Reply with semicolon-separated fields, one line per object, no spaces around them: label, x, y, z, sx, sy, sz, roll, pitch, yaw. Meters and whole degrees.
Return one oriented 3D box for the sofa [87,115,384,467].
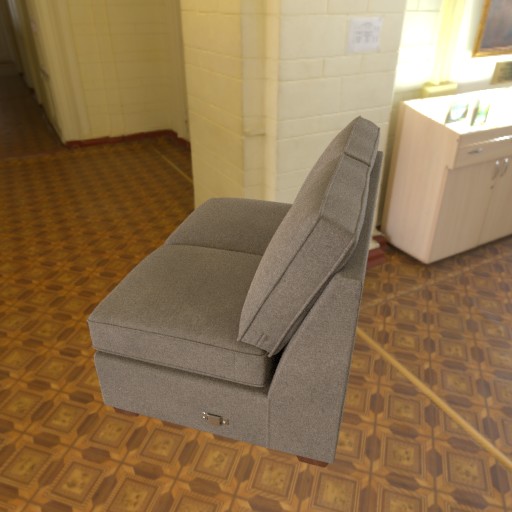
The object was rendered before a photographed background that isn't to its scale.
sofa;0.000;0.000;1.957;0.951;1.008;1.237;8;31;14
